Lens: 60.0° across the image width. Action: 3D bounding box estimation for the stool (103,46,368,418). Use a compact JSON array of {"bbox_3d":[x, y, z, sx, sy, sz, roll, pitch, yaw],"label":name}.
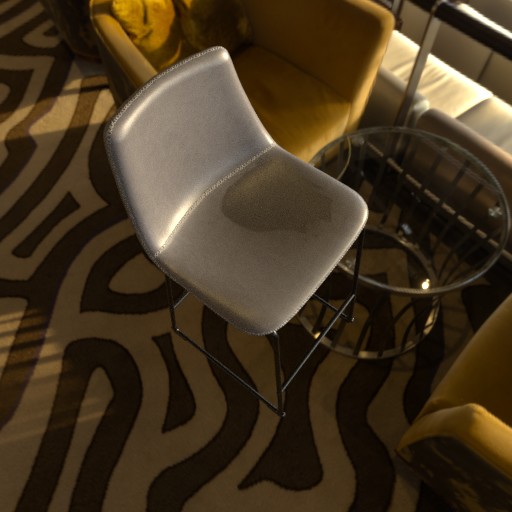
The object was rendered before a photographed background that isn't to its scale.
[{"bbox_3d":[0.000,0.000,1.188,0.546,0.876,0.470,34,64,19],"label":"stool"}]
